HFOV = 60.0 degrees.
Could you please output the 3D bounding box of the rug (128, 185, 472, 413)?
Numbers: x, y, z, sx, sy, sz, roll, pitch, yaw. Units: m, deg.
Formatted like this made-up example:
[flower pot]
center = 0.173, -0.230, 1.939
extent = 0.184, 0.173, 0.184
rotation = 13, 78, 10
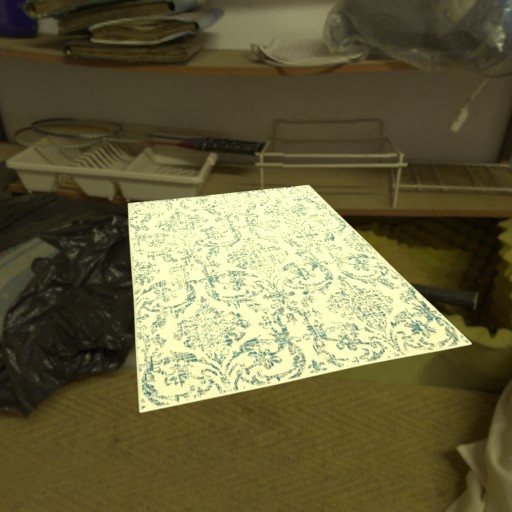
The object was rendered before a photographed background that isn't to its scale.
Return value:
[rug]
center = 0.000, 0.000, 2.898
extent = 1.586, 0.014, 2.197
rotation = -8, 31, -13
